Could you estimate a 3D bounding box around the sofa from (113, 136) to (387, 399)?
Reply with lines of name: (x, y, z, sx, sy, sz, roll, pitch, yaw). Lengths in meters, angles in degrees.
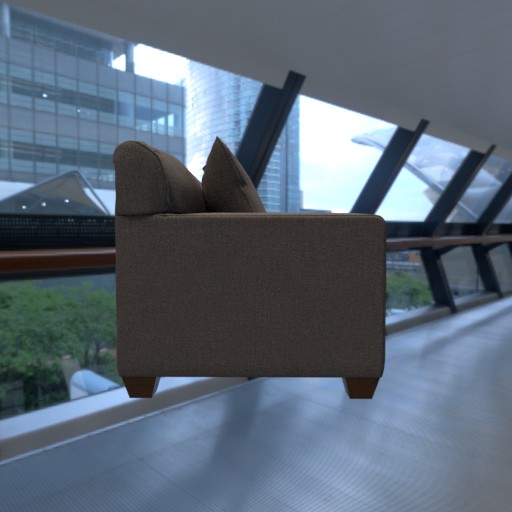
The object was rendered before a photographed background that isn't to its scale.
sofa: (0.000, 0.000, 2.454, 1.000, 0.958, 1.846, 0, 2, 1)
